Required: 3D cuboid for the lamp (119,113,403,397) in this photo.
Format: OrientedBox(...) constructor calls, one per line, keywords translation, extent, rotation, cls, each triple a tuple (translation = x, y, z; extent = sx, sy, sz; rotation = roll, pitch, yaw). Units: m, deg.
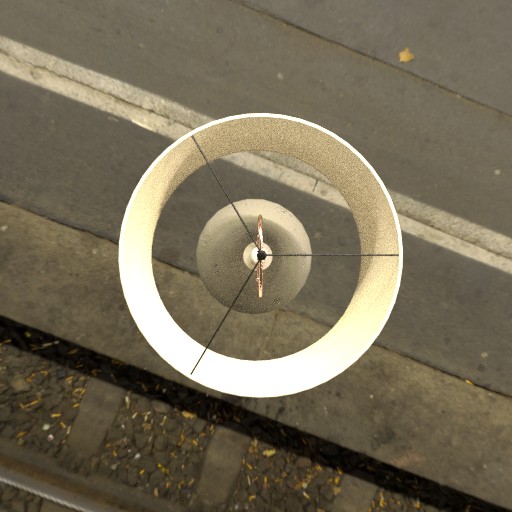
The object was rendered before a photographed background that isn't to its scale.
OrientedBox(translation=(0.000, 0.000, 0.737), extent=(0.330, 0.521, 0.330), rotation=(0, 90, -1), cls="lamp")
